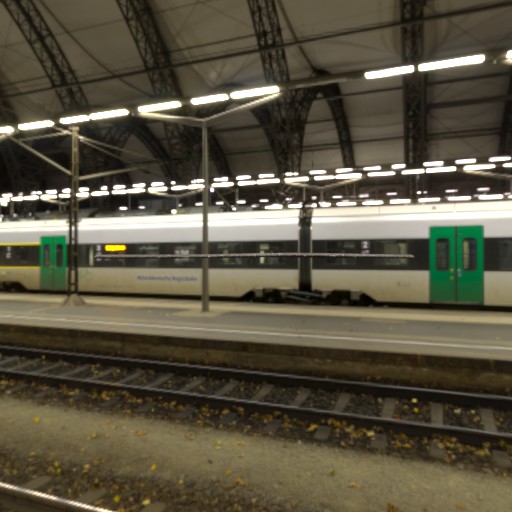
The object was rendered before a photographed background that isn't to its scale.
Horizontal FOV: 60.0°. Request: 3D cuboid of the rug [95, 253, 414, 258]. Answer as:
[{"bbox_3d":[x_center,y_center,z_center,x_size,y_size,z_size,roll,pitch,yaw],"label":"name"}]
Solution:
[{"bbox_3d":[0.000,0.000,3.626,1.522,0.034,3.032,0,0,0],"label":"rug"}]
